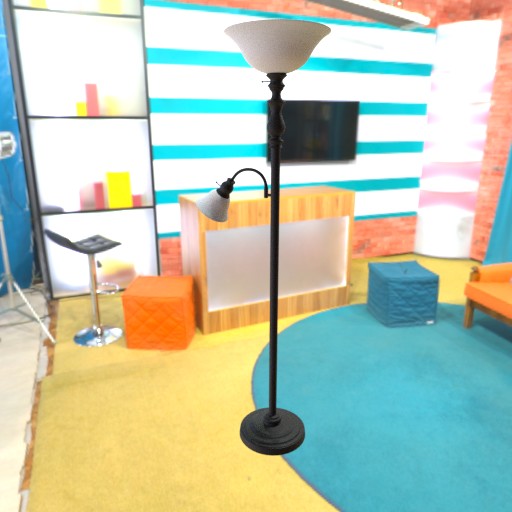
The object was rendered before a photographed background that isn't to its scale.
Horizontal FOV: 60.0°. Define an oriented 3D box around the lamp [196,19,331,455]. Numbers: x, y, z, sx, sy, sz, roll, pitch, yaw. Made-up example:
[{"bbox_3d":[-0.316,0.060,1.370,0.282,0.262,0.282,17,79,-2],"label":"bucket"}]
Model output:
[{"bbox_3d":[0.000,0.000,1.969,0.588,1.793,0.405,9,18,28],"label":"lamp"}]
